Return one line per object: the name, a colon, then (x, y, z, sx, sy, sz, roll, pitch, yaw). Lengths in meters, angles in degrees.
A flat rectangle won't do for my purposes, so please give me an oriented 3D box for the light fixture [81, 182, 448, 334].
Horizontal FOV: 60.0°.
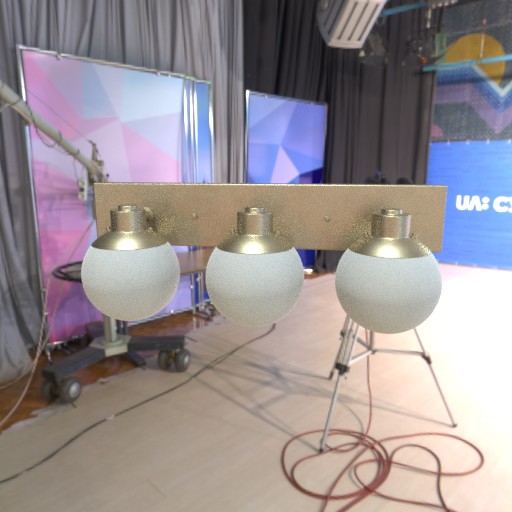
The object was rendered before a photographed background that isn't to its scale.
light fixture: (0.000, 0.000, 0.849, 0.721, 0.263, 0.218, 2, 13, 7)
